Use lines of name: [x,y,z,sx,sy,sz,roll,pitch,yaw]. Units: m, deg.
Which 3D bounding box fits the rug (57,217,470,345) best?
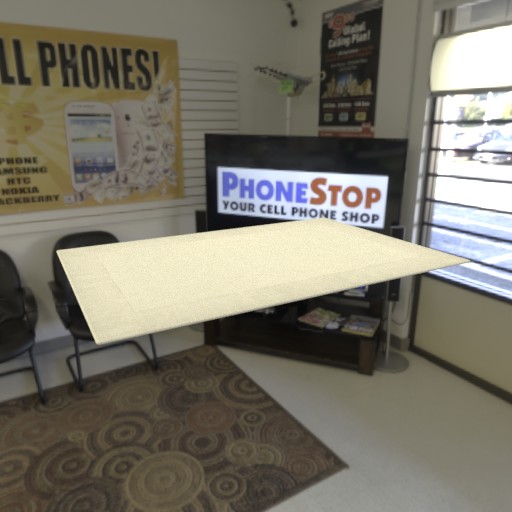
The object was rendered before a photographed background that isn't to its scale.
rug: [0.000,0.000,2.343,1.829,0.013,1.219,-9,19,-28]
